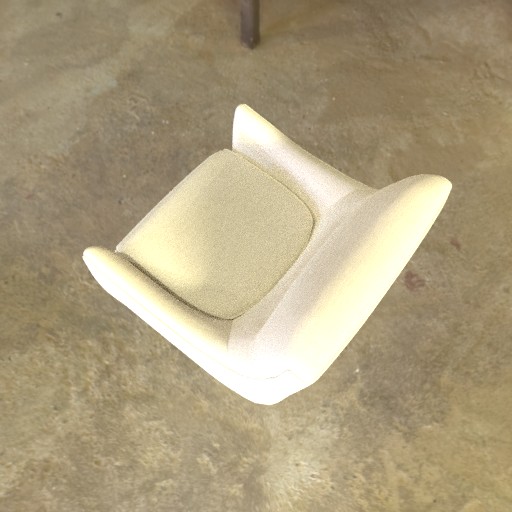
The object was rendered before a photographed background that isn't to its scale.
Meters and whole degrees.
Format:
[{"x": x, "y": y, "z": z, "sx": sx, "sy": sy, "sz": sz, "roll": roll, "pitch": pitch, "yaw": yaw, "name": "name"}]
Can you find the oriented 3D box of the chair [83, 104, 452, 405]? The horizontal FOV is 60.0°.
[{"x": 0.000, "y": 0.000, "z": 1.434, "sx": 0.787, "sy": 0.838, "sz": 0.762, "roll": 35, "pitch": 69, "yaw": 16, "name": "chair"}]
